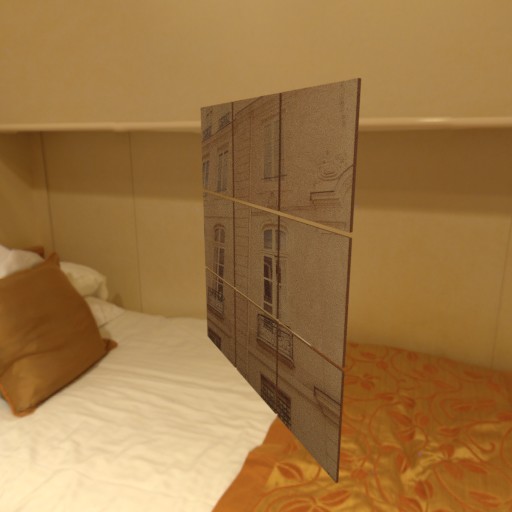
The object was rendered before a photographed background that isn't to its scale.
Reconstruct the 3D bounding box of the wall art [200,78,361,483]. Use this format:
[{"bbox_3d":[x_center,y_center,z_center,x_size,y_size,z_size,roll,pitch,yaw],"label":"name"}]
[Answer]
[{"bbox_3d":[0.000,0.000,2.254,0.023,1.522,1.526,-7,16,-25],"label":"wall art"}]
